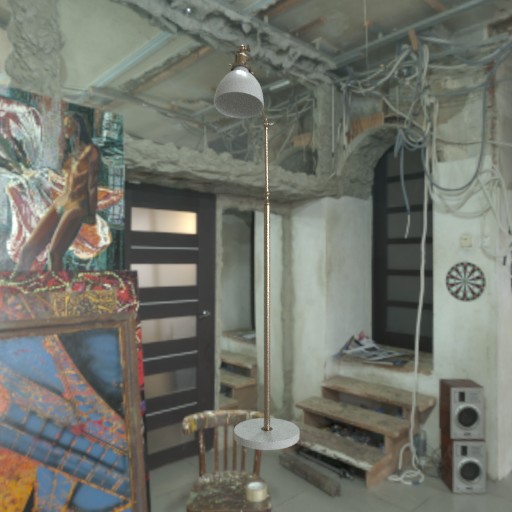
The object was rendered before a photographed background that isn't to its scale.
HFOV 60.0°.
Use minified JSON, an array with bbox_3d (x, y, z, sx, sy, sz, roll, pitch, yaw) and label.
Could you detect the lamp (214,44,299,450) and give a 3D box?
[{"bbox_3d":[0.000,0.000,1.820,0.288,1.586,0.599,0,-1,18],"label":"lamp"}]
